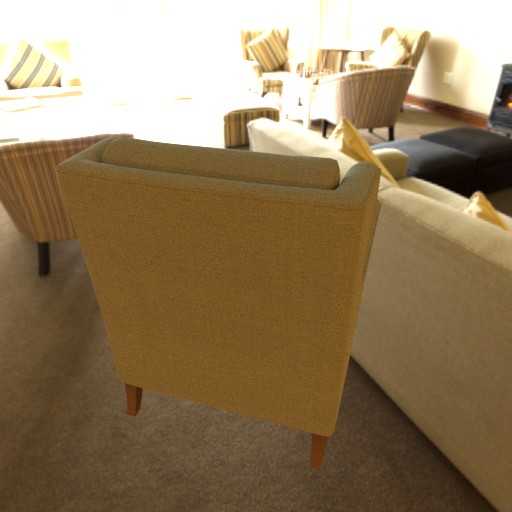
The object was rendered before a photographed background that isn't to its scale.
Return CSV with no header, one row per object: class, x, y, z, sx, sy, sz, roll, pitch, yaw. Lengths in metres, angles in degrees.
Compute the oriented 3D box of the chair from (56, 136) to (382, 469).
chair,0.000,0.000,1.735,0.866,1.056,1.040,9,32,15
